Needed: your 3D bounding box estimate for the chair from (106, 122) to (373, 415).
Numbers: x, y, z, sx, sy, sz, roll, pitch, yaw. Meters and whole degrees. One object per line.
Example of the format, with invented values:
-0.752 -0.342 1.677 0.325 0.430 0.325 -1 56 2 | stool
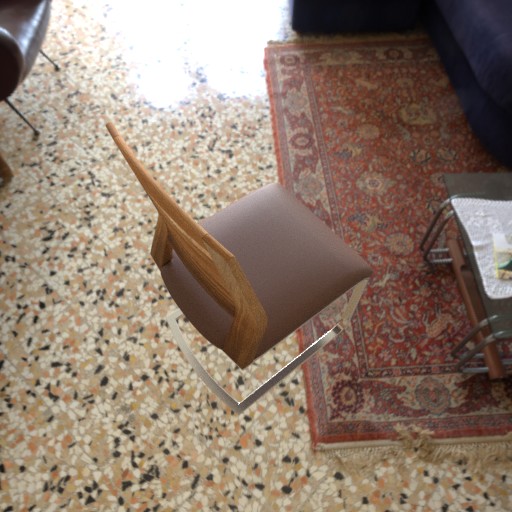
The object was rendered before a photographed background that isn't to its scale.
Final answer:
0.000 0.000 1.277 0.570 0.970 0.460 -34 64 -20 | chair
